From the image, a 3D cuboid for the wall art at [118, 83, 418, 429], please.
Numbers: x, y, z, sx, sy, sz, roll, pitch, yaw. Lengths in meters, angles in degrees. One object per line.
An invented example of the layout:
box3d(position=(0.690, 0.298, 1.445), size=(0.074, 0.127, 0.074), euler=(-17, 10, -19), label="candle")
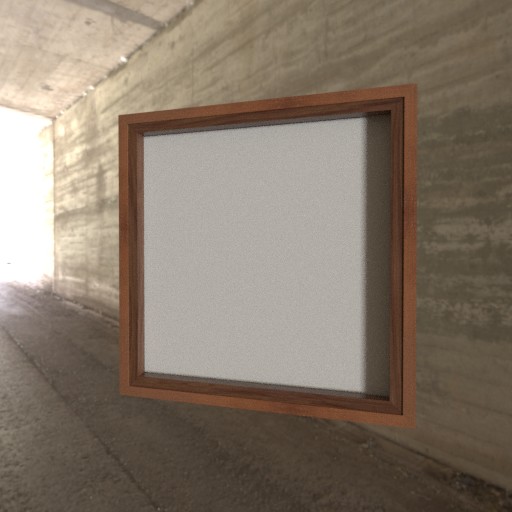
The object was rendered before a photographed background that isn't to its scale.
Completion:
box3d(position=(0.000, 0.000, 0.594), size=(0.403, 0.403, 0.035), euler=(0, 1, 18), label="wall art")
